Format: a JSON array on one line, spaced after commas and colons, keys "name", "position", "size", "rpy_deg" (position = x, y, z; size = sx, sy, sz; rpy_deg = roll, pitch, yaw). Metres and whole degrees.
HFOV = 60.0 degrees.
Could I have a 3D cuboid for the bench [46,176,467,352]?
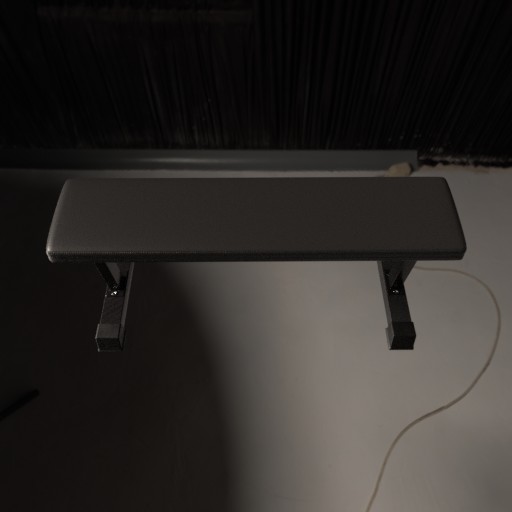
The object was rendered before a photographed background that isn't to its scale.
[{"name": "bench", "position": [0.000, 0.000, 1.348], "size": [1.072, 0.453, 0.439], "rpy_deg": [0, 58, 0]}]
